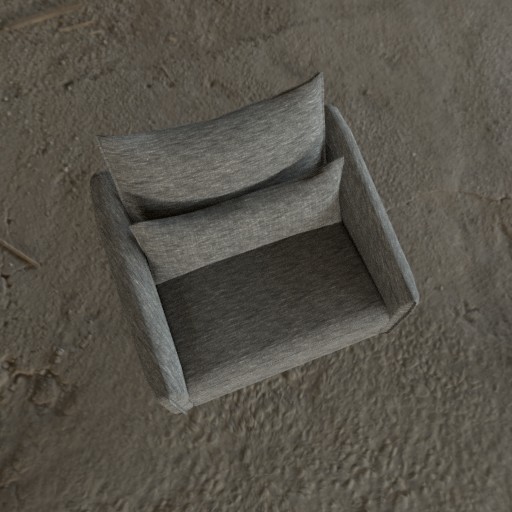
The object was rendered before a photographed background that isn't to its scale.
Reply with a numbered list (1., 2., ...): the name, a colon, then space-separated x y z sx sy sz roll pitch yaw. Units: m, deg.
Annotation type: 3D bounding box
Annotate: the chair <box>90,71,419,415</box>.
1. chair: 0.000 0.000 1.635 1.004 0.842 0.805 -19 65 -9
